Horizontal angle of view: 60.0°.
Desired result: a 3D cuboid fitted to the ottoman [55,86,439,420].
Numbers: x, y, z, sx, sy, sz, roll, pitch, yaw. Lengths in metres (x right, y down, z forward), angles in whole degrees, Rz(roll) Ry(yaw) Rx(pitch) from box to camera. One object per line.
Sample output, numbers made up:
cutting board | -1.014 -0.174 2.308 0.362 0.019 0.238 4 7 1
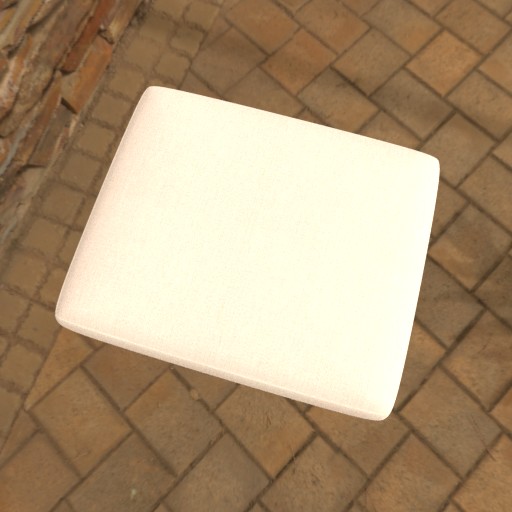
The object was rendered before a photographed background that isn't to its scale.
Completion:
ottoman | 0.000 0.000 1.203 0.794 0.453 0.657 16 75 4
